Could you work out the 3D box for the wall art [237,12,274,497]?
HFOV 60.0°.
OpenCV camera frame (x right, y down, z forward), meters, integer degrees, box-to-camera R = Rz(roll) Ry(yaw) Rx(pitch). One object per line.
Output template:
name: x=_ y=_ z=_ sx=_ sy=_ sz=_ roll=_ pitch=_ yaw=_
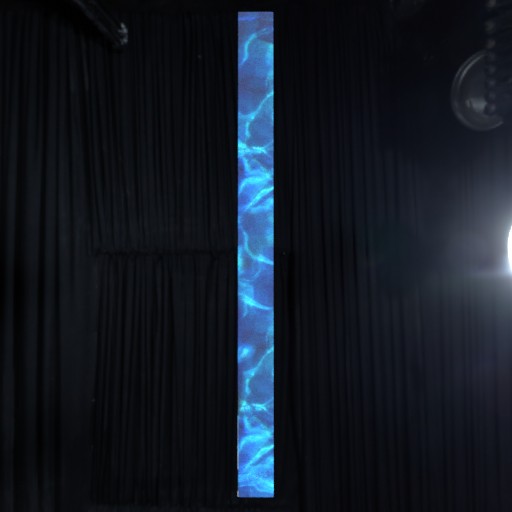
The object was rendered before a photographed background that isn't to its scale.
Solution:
wall art: x=0.000 y=0.000 z=0.679 sx=0.038 sy=0.508 sz=0.432 roll=0 pitch=-1 yaw=0
